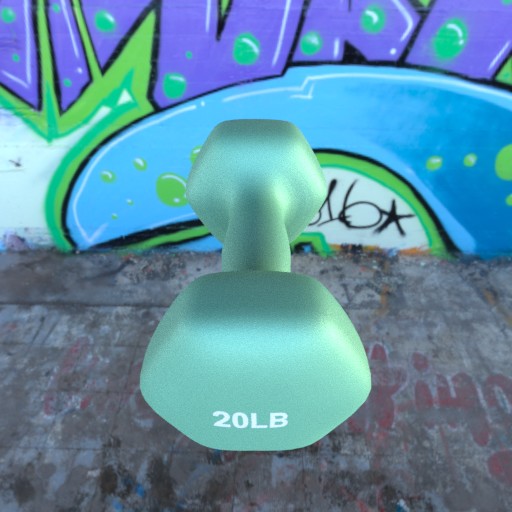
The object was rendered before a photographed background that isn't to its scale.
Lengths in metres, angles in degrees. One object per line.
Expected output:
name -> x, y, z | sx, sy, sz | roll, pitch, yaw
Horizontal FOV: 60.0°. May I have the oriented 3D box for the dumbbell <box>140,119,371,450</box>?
dumbbell -> 0.000, 0.000, 0.326 | 0.129, 0.117, 0.260 | 1, 40, 1
